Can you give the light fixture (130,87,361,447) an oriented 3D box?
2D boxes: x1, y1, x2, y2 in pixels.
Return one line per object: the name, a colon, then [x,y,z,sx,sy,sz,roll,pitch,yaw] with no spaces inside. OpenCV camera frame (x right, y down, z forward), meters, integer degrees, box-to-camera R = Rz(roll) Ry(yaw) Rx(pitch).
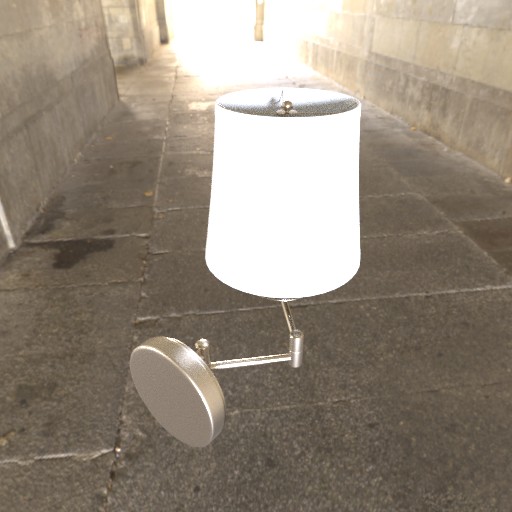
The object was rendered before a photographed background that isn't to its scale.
light fixture: [0.000,0.000,0.594,0.223,0.381,0.348,21,37,32]
